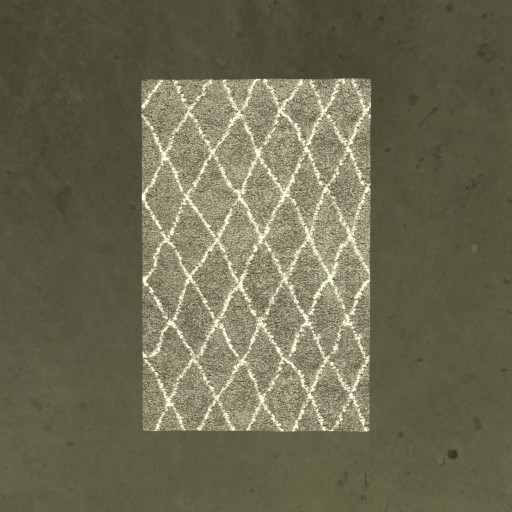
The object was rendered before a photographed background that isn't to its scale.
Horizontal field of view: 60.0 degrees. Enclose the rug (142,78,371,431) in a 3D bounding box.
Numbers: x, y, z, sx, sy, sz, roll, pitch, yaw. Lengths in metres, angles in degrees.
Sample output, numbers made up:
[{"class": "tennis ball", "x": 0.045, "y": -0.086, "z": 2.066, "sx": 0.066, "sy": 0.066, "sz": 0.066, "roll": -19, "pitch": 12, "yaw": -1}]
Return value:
[{"class": "rug", "x": 0.000, "y": 0.000, "z": 3.457, "sx": 1.778, "sy": 0.030, "sz": 2.743, "roll": 0, "pitch": 91, "yaw": 1}]
